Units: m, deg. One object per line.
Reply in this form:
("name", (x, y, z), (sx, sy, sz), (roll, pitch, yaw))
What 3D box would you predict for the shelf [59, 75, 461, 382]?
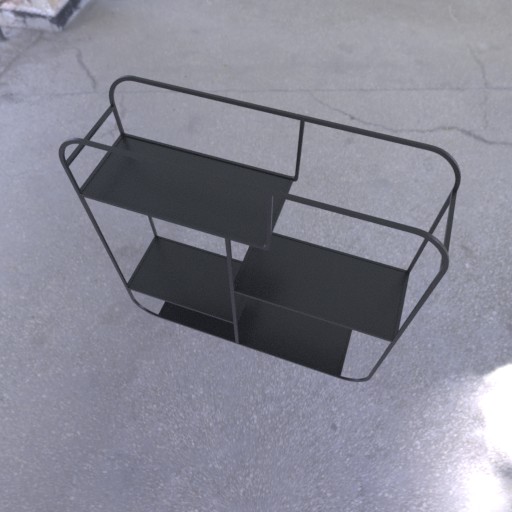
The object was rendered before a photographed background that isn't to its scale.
("shelf", (0.000, 0.000, 0.887), (0.600, 0.600, 0.160), (17, 59, 10))
